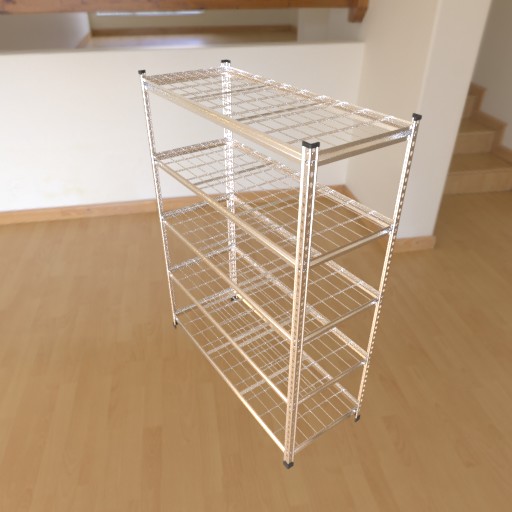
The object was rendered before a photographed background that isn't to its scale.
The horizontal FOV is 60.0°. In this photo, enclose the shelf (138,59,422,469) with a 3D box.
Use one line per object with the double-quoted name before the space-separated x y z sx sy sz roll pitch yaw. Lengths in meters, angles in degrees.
"shelf" 0.000 0.000 2.741 0.610 1.981 1.524 -21 39 -29
